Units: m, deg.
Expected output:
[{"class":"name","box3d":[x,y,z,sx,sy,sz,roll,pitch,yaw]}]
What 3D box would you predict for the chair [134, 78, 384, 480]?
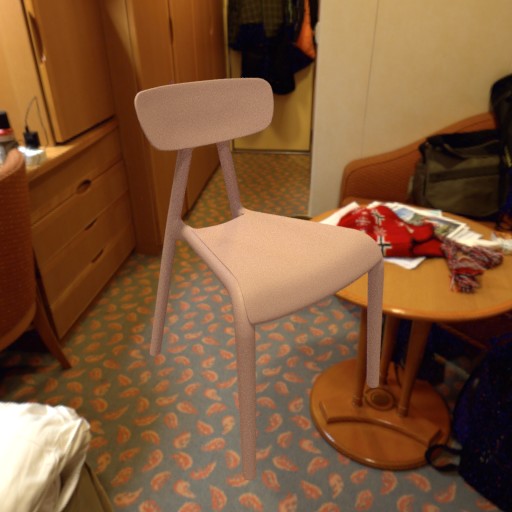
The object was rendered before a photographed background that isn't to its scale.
[{"class":"chair","box3d":[0.000,0.000,0.837,0.356,0.580,0.401,-22,36,-33]}]
